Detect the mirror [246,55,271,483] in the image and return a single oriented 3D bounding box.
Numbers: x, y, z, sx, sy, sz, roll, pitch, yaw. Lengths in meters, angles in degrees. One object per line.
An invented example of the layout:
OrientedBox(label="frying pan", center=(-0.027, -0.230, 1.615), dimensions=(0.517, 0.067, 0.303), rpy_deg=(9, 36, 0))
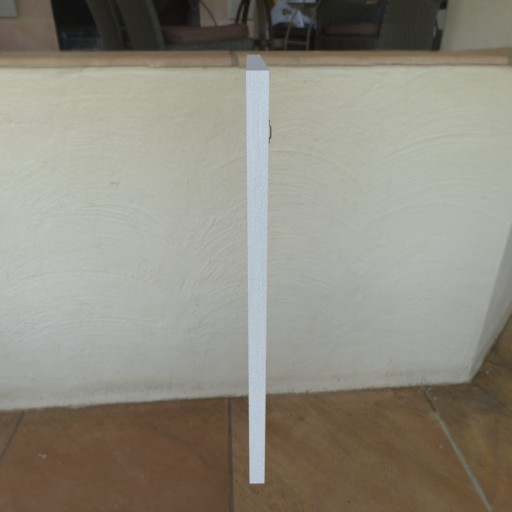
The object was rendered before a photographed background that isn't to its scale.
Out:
OrientedBox(label="mirror", center=(0.000, 0.000, 1.131), dimensions=(0.040, 0.915, 0.609), rpy_deg=(0, 26, -1))
